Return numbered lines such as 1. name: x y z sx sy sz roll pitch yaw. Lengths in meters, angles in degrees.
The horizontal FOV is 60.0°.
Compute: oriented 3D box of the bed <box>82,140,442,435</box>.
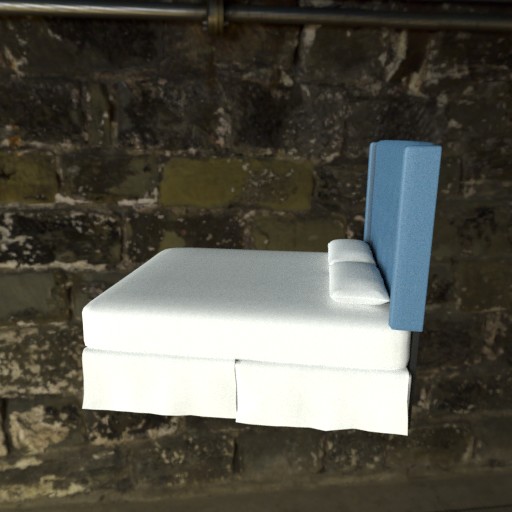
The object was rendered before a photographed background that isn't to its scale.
1. bed: 0.000 0.000 3.296 2.078 1.665 1.719 2 15 8
